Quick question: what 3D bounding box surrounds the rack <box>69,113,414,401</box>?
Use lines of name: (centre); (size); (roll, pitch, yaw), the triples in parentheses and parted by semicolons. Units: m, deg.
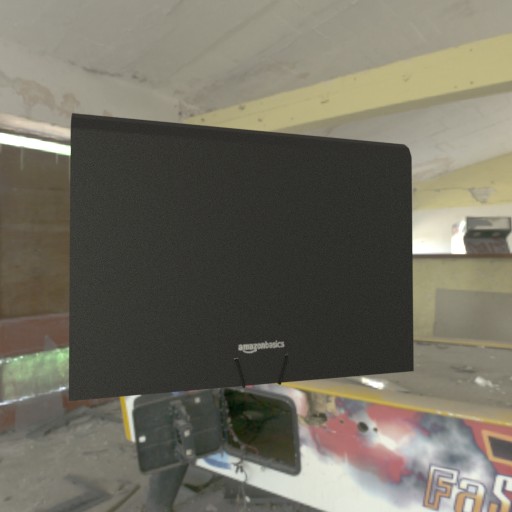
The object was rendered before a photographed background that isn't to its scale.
rack: (0.000, 0.000, 0.428); (0.330, 0.241, 0.041); (0, -1, -17)
